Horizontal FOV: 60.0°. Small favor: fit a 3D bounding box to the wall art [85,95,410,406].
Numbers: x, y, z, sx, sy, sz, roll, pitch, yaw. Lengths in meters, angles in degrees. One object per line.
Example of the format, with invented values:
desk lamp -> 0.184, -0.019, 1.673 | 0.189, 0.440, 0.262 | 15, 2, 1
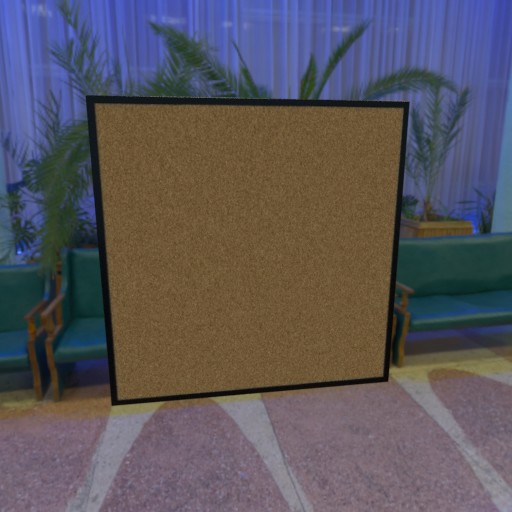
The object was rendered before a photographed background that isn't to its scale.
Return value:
wall art -> 0.000, 0.000, 0.520 | 0.349, 0.349, 0.014 | -2, 13, -9
